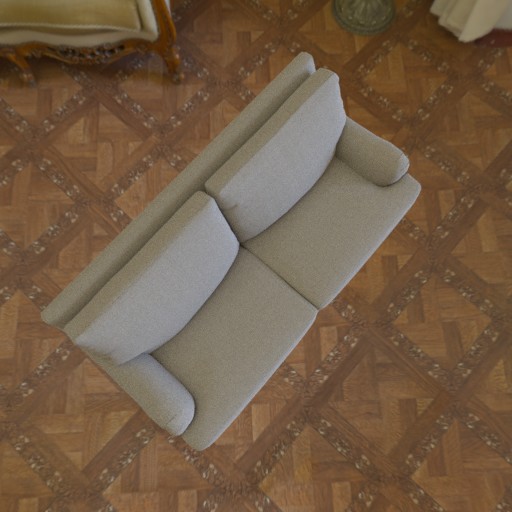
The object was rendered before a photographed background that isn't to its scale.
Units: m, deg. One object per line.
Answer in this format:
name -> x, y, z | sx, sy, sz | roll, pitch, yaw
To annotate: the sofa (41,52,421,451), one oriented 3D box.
sofa -> 0.000, 0.000, 2.763 | 1.087, 1.054, 2.160 | 40, 79, 10
